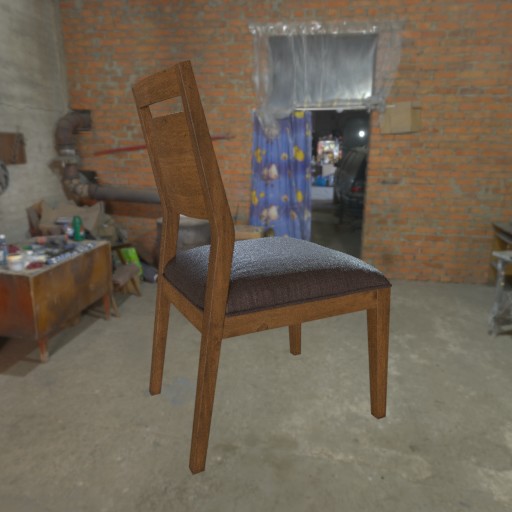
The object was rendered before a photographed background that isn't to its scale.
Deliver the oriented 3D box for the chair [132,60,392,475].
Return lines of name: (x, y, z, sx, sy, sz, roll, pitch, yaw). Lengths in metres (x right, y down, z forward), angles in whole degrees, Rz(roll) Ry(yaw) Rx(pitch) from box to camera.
chair: (0.000, 0.000, 1.276, 0.610, 0.939, 0.501, -7, 15, -26)
